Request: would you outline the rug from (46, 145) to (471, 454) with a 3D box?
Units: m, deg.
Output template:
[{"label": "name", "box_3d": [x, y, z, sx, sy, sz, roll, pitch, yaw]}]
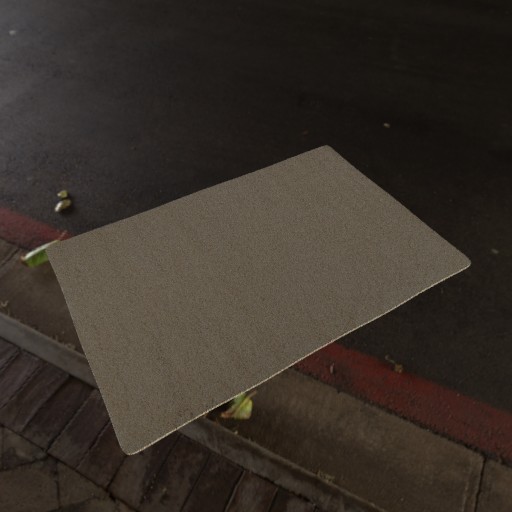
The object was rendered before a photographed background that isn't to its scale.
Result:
[{"label": "rug", "box_3d": [0.000, 0.000, 3.345, 2.698, 0.025, 1.798, -24, 52, -20]}]
